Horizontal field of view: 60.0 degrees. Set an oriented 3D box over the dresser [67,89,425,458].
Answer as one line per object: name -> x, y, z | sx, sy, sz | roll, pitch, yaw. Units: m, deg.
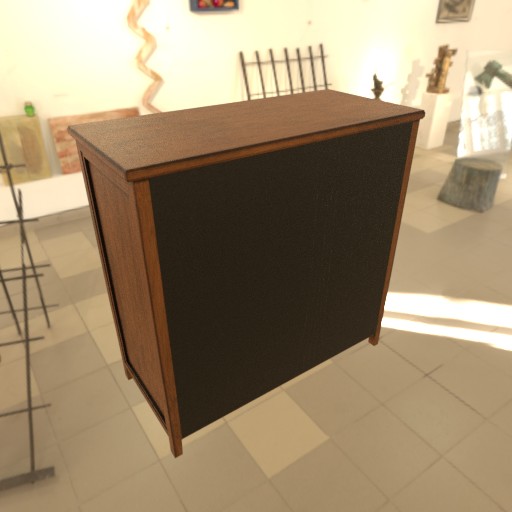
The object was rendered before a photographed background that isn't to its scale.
dresser -> 0.000, 0.000, 1.989 | 1.250, 1.224, 0.591 | -19, 36, -29
